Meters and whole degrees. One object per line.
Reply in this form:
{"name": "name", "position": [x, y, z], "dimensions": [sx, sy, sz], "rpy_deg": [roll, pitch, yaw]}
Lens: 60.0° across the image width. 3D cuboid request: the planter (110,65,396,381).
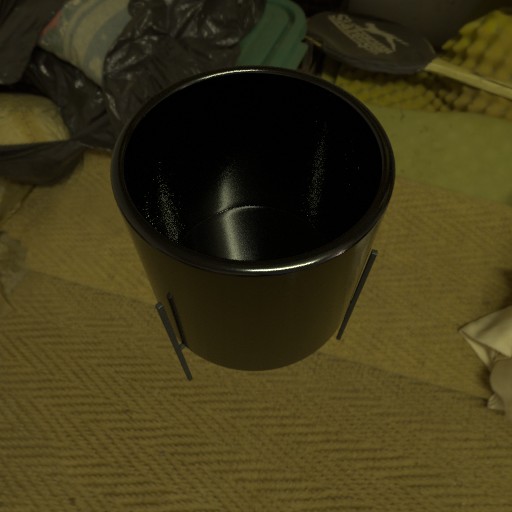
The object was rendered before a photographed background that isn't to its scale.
{"name": "planter", "position": [0.000, 0.000, 0.652], "dimensions": [0.310, 0.432, 0.310], "rpy_deg": [0, 58, 0]}
